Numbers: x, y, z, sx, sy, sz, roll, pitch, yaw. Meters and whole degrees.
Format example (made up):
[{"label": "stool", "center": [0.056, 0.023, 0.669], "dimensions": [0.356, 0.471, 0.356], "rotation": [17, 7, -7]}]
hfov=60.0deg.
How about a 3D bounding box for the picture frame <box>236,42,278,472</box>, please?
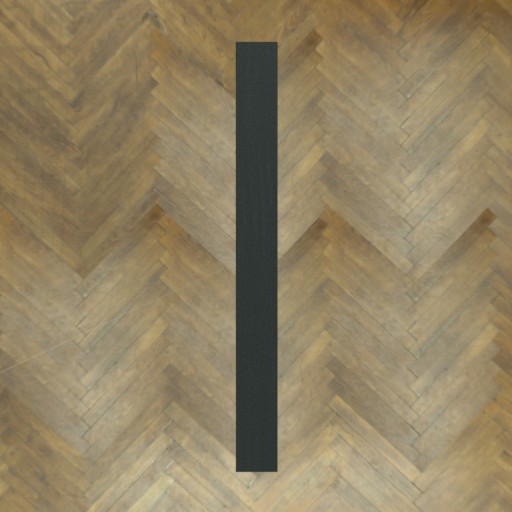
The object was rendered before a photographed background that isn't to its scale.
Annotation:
[{"label": "picture frame", "center": [0.000, 0.000, 0.744], "dimensions": [0.044, 0.555, 0.452], "rotation": [0, 90, 0]}]
